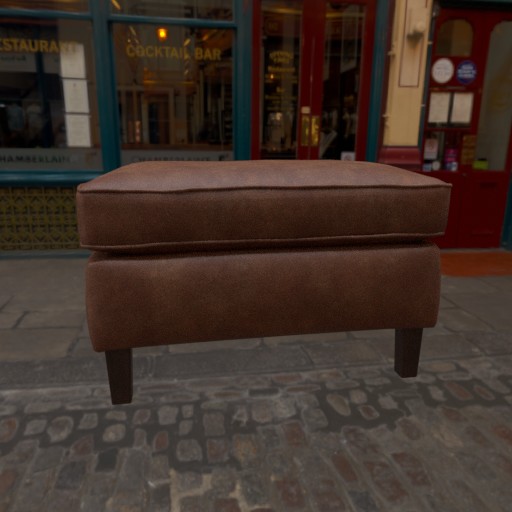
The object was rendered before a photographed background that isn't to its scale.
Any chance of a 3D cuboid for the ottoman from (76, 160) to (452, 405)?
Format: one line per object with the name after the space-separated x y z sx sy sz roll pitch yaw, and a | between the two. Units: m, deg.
0.000 0.000 0.996 0.665 0.418 0.501 -2 14 -9 | ottoman
